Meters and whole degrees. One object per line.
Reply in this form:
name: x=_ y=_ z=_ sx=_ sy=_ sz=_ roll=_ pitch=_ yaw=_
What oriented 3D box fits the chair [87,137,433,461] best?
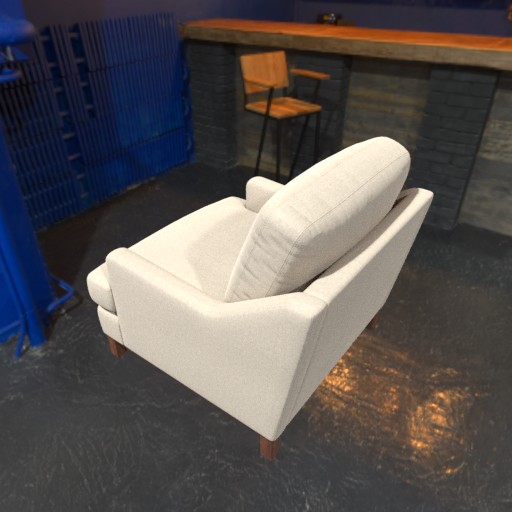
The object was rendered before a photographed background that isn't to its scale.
chair: x=0.000 y=0.000 z=1.724 sx=1.001 sy=0.916 sz=0.912 roll=22 pitch=39 yaw=30
